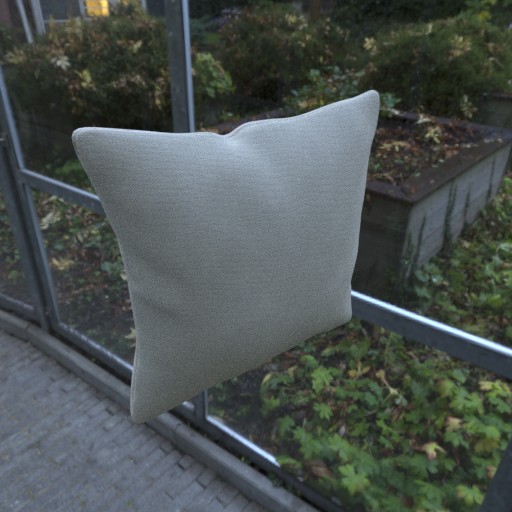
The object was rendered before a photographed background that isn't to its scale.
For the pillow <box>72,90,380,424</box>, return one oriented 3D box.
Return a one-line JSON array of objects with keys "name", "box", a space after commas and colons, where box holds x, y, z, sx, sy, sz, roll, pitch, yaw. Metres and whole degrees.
[{"name": "pillow", "box": [0.000, 0.000, 0.641, 0.437, 0.420, 0.162, -19, 34, -30]}]
